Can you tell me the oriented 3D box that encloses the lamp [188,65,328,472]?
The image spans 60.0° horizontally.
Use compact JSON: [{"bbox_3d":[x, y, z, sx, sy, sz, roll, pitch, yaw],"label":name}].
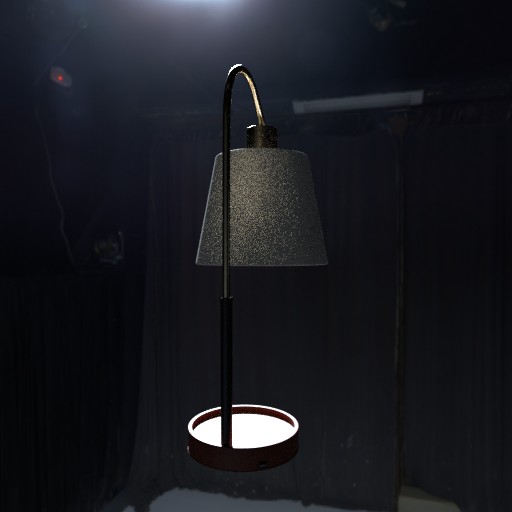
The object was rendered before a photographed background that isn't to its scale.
[{"bbox_3d":[0.000,0.000,0.682,0.211,0.536,0.273,0,1,18],"label":"lamp"}]
